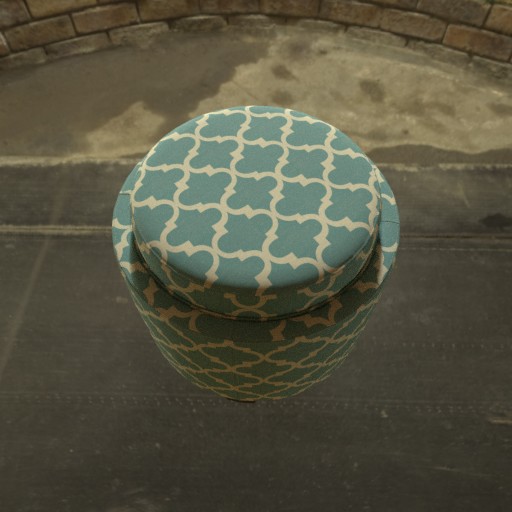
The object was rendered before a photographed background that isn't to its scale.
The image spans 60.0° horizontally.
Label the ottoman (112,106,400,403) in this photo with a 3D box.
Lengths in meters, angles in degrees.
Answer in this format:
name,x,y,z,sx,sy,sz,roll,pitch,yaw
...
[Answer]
name,x,y,z,sx,sy,sz,roll,pitch,yaw
ottoman,0.000,0.000,0.854,0.480,0.429,0.480,0,57,0
